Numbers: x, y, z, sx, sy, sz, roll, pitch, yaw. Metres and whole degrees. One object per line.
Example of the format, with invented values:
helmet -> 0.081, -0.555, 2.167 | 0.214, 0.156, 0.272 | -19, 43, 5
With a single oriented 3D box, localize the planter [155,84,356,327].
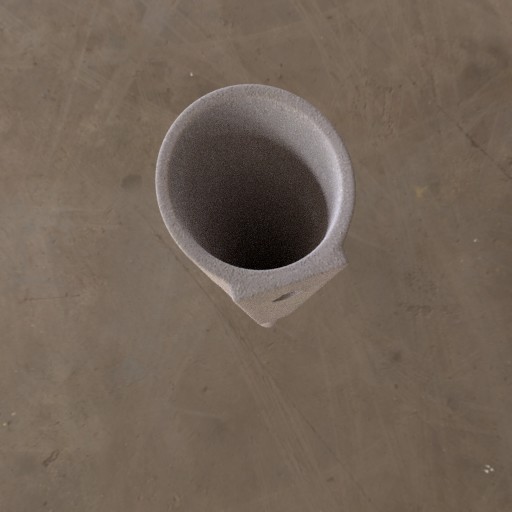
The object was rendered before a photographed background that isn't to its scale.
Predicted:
planter -> 0.000, 0.000, 0.299 | 0.078, 0.259, 0.087 | -18, 78, -4
